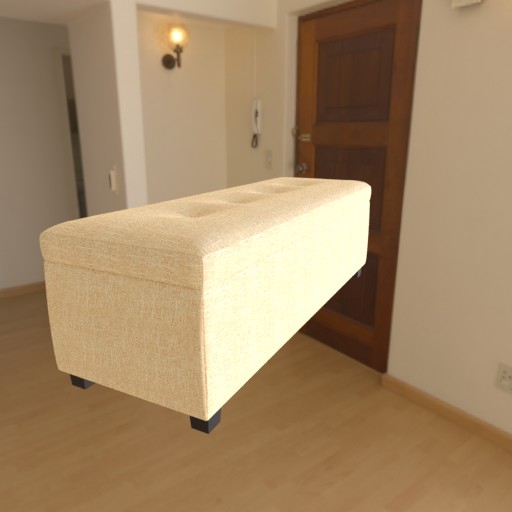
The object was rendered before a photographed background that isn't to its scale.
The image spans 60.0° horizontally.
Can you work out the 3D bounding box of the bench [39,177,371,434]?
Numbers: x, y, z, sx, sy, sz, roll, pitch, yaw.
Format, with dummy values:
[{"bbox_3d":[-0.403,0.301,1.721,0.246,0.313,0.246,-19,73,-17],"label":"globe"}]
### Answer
[{"bbox_3d":[0.000,0.000,1.415,0.432,0.406,1.219,8,17,26],"label":"bench"}]
